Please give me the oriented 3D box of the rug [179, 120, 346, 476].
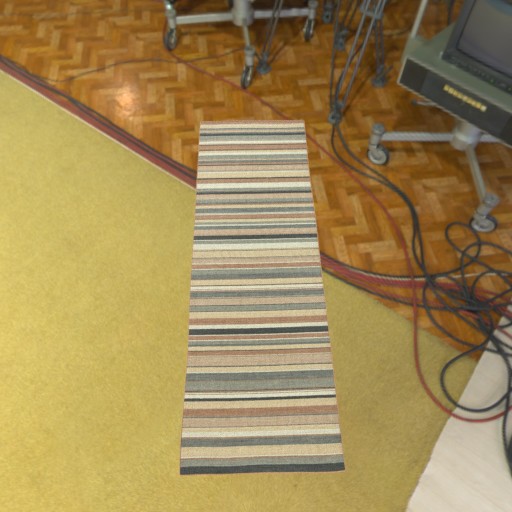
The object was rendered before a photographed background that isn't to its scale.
[{"bbox_3d":[0.000,0.000,2.748,0.799,0.010,2.444,-1,58,-1],"label":"rug"}]
